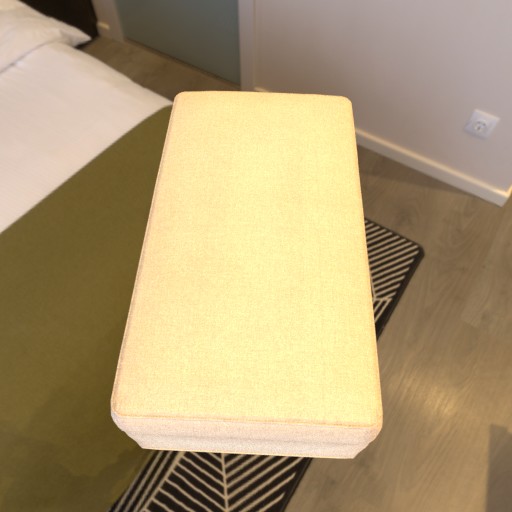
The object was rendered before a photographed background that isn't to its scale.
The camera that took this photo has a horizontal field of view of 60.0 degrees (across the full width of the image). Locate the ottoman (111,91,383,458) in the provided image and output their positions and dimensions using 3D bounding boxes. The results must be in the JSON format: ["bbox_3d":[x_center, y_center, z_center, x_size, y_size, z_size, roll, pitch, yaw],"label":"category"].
[{"bbox_3d":[0.000,0.000,1.383,0.617,0.448,1.097,2,58,1],"label":"ottoman"}]
